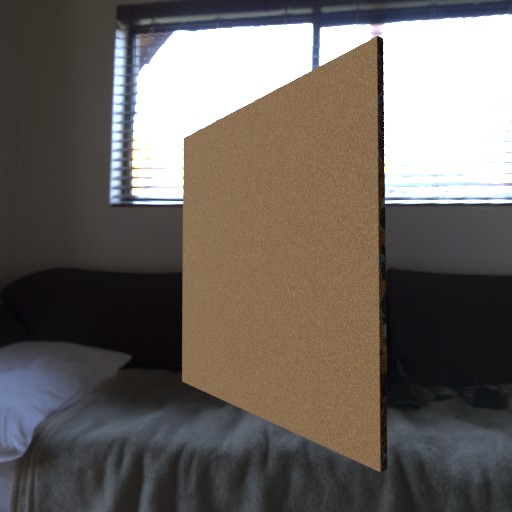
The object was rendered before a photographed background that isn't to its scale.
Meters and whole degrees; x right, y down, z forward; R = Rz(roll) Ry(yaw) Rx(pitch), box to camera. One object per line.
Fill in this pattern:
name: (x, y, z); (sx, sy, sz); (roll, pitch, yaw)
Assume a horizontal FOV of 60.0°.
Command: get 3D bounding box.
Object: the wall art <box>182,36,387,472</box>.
wall art: (0.000, 0.000, 0.578); (0.010, 0.406, 0.404); (1, -2, -36)
